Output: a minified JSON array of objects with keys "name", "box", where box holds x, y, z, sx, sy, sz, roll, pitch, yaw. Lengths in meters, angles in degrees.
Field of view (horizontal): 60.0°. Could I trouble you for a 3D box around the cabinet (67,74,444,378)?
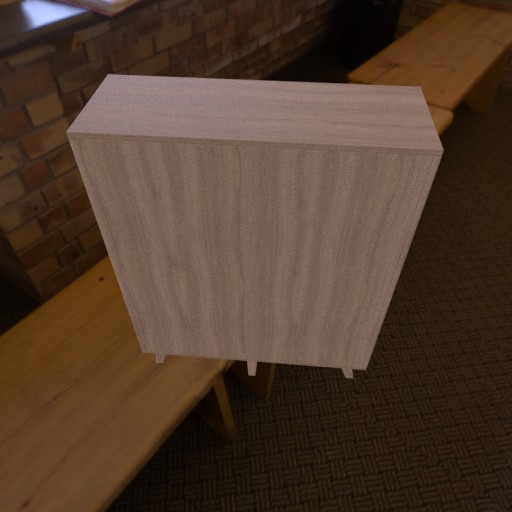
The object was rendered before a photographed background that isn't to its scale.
[{"name":"cabinet","box":[0.000,0.000,1.936,1.111,1.388,0.398,4,46,4]}]
